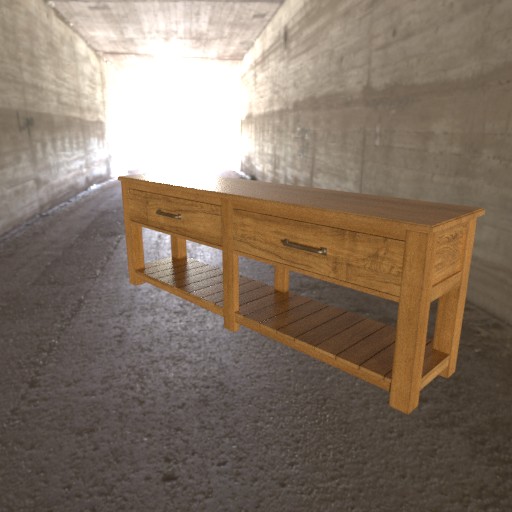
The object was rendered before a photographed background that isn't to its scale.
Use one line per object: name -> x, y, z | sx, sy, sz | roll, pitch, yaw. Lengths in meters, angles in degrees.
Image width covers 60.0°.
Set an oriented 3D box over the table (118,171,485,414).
table -> 0.000, 0.000, 2.092 | 0.425, 0.635, 1.815 | -16, 23, -43
